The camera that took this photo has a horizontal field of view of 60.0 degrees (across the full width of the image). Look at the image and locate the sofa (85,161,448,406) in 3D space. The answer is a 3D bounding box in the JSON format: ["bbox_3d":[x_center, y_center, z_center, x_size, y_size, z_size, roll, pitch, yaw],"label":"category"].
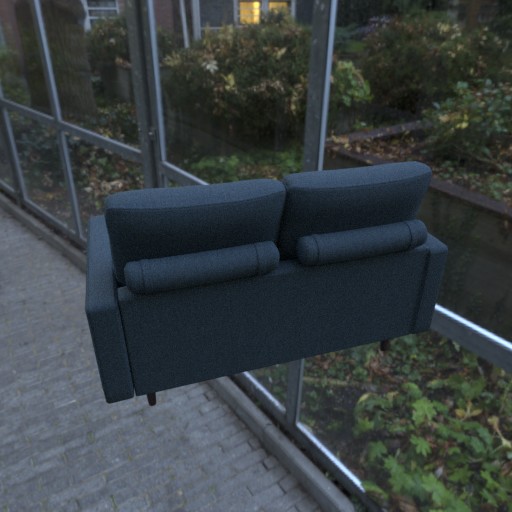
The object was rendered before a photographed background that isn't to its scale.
[{"bbox_3d":[0.000,0.000,1.986,1.407,0.907,0.842,-9,30,-16],"label":"sofa"}]
